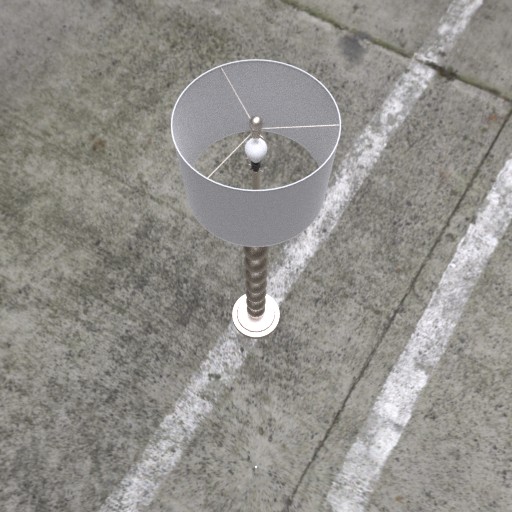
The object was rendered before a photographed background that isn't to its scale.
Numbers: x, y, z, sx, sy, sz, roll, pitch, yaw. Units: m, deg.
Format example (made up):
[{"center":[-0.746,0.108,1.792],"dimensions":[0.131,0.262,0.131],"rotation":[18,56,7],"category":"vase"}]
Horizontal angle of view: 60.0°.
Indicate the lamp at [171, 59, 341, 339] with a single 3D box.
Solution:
[{"center":[0.000,0.000,1.681],"dimensions":[0.394,1.474,0.394],"rotation":[31,68,14],"category":"lamp"}]
